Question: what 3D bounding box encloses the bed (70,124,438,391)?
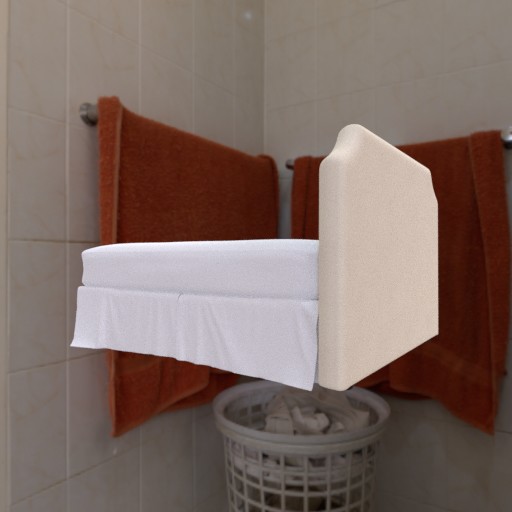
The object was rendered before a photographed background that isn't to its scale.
[{"bbox_3d":[0.000,0.000,3.333,2.209,1.296,1.827,0,0,35],"label":"bed"}]
